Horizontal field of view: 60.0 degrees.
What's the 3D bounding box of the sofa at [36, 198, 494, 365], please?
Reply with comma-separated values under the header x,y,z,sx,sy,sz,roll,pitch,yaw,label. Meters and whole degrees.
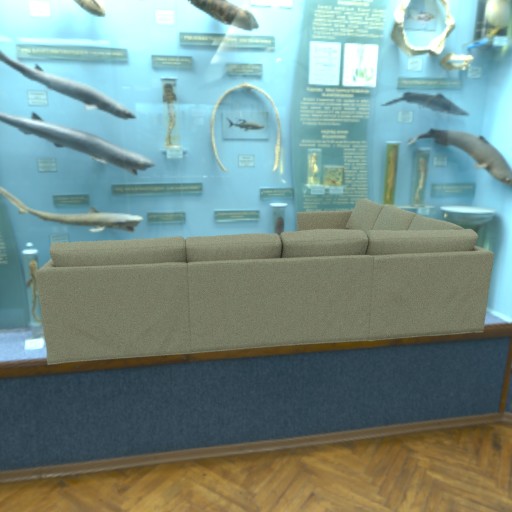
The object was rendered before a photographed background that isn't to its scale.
x,y,z,sx,sy,sz,roll,pitch,yaw,label
0.000,0.000,4.458,3.460,0.882,2.427,-2,14,-9,sofa
